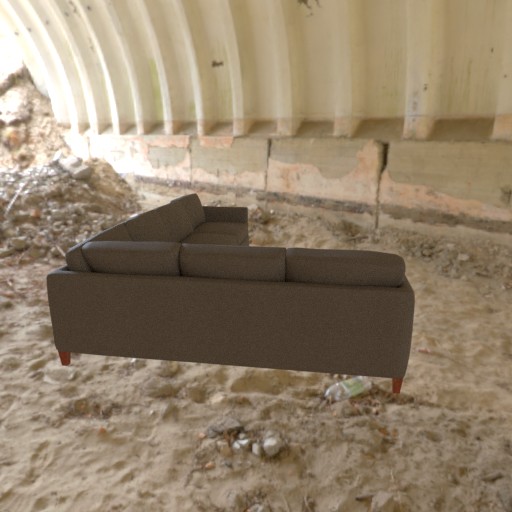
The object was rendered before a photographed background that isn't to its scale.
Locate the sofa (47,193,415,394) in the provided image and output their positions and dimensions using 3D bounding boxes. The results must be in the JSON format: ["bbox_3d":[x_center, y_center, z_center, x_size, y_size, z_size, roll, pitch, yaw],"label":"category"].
[{"bbox_3d":[0.000,0.000,4.590,2.593,0.947,3.302,2,16,8],"label":"sofa"}]
